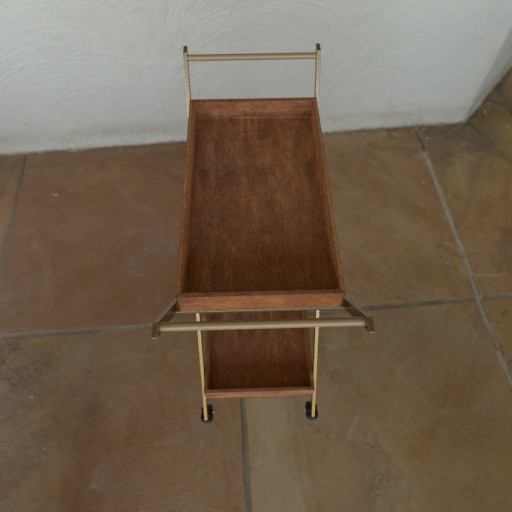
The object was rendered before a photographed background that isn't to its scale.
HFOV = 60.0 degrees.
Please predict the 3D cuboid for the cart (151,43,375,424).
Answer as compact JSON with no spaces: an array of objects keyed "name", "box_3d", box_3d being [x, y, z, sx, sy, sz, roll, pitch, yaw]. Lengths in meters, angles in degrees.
[{"name":"cart","box_3d":[0.000,0.000,1.328,0.405,0.869,0.836,-1,59,-1]}]
